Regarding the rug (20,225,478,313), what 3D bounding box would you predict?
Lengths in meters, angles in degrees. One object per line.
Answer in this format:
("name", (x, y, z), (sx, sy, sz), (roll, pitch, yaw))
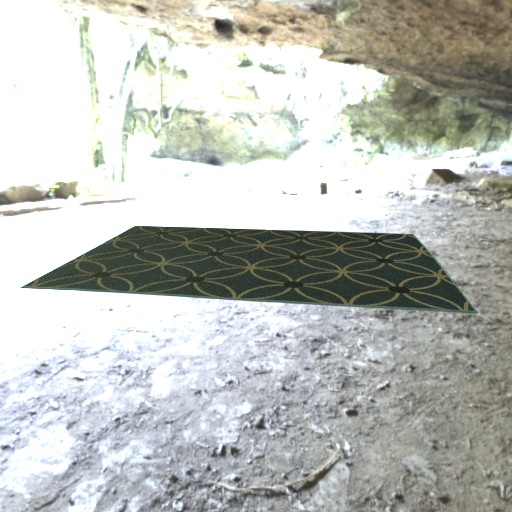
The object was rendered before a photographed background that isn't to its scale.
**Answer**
("rug", (0.000, 0.000, 2.884), (2.284, 0.008, 1.522), (2, 17, 8))
